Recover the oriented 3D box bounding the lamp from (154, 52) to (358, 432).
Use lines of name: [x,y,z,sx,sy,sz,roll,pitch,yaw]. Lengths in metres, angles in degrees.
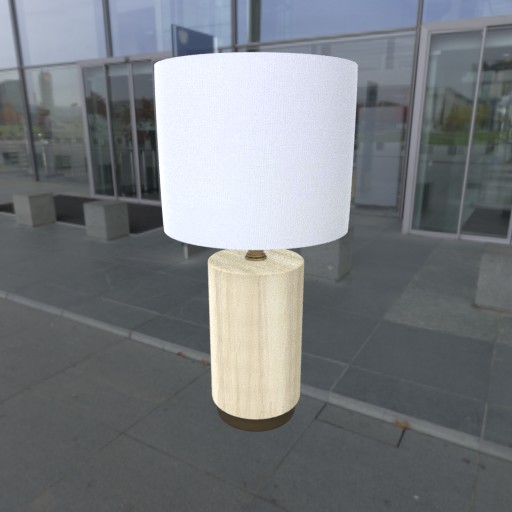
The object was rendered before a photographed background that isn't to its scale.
lamp: [0.000,0.000,0.566,0.228,0.444,0.228,-15,22,-42]
